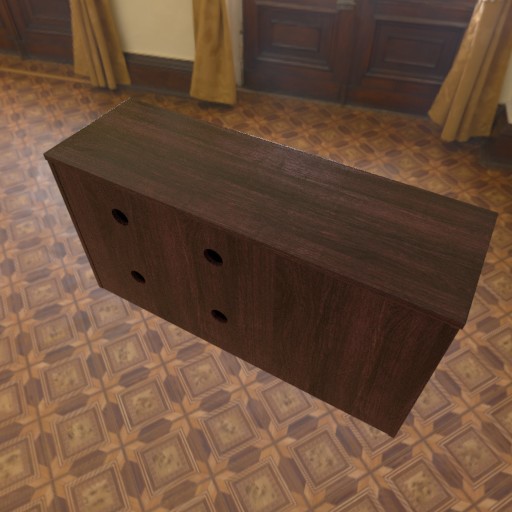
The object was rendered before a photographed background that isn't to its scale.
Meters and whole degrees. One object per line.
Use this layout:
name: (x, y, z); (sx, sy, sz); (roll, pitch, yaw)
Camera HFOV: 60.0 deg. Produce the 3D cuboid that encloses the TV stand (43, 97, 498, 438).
TV stand: (0.000, 0.000, 1.428); (1.192, 0.614, 0.404); (23, 51, 20)
